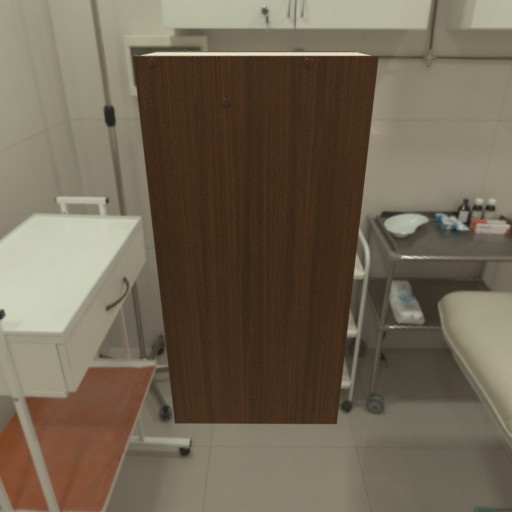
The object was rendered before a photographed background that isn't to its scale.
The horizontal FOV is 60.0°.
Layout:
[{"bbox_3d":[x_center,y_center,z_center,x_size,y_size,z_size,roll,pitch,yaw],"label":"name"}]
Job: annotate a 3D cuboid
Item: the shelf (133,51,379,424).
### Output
[{"bbox_3d":[0.000,0.000,0.721,0.290,0.600,0.147,0,27,0],"label":"shelf"}]
